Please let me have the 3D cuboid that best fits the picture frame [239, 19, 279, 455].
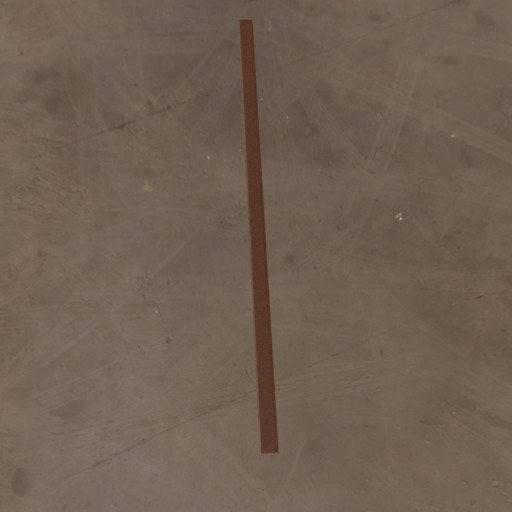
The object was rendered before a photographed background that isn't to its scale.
[{"bbox_3d":[0.000,0.000,1.762,0.045,1.018,1.329,-3,73,-1],"label":"picture frame"}]
